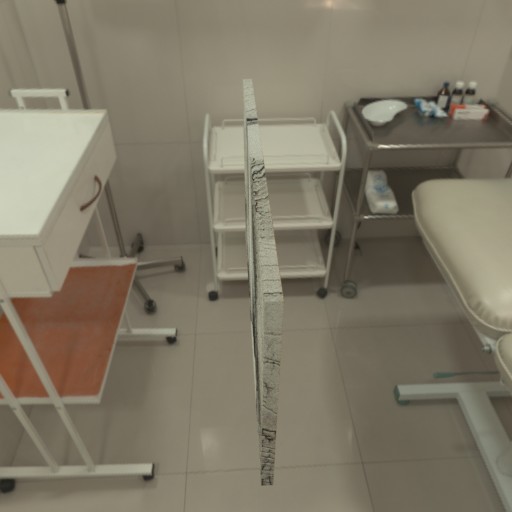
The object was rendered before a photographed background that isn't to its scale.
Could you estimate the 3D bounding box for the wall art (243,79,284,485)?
[{"bbox_3d":[0.000,0.000,1.458,0.035,0.758,1.141,-2,40,-2],"label":"wall art"}]
